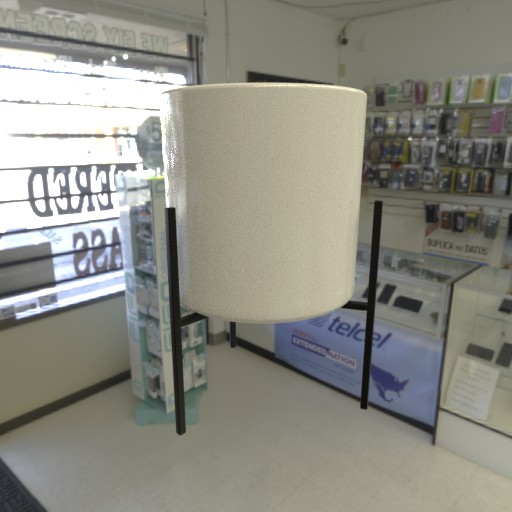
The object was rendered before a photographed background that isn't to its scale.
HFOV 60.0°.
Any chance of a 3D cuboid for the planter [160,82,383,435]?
[{"bbox_3d":[0.000,0.000,0.515,0.239,0.356,0.239,-14,20,-42],"label":"planter"}]
